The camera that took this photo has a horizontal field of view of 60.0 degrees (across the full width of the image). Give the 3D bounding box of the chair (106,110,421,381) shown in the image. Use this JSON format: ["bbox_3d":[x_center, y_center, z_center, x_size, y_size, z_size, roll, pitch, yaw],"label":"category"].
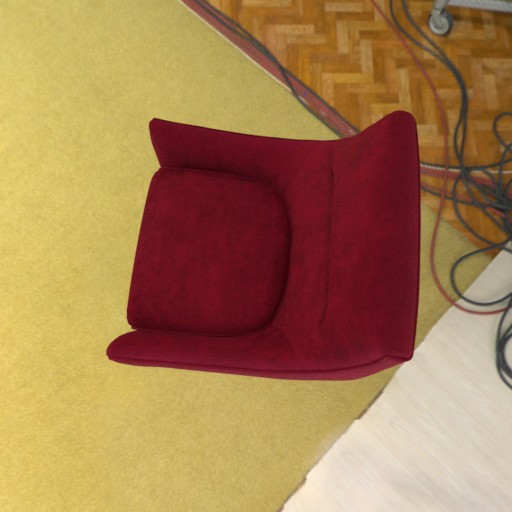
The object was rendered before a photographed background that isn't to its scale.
[{"bbox_3d":[0.000,0.000,1.432,0.787,0.838,0.762,6,75,2],"label":"chair"}]
